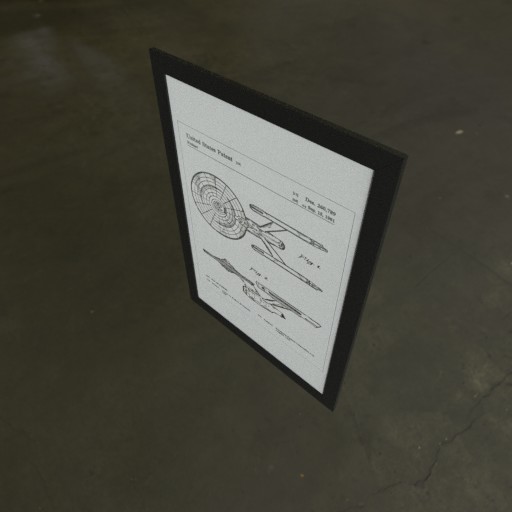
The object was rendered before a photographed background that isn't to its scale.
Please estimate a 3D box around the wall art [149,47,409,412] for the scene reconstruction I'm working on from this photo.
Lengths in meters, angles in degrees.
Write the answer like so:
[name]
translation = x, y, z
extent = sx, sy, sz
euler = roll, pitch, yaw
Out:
[wall art]
translation = 0.000, 0.000, 0.690
extent = 0.379, 0.530, 0.008
euler = 34, 55, 28
